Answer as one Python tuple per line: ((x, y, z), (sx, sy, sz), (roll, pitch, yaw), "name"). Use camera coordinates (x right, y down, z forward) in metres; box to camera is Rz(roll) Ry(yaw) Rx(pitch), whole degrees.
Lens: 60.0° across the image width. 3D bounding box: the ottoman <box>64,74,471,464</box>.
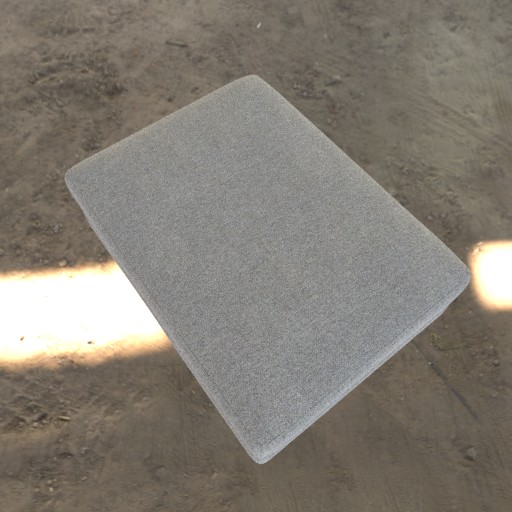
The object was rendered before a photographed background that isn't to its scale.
((0.000, 0.000, 1.182), (0.611, 0.441, 0.821), (-34, 67, -16), "ottoman")
